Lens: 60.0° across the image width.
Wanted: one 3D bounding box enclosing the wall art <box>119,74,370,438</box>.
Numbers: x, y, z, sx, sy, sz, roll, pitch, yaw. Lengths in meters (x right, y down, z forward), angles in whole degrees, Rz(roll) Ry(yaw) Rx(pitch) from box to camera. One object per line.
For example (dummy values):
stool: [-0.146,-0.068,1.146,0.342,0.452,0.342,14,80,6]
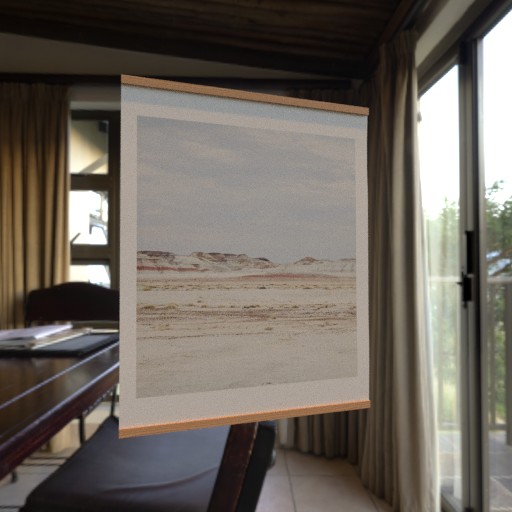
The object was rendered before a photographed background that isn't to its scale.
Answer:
wall art: [0.000,0.000,0.688,0.404,0.507,0.010,0,-1,-19]
